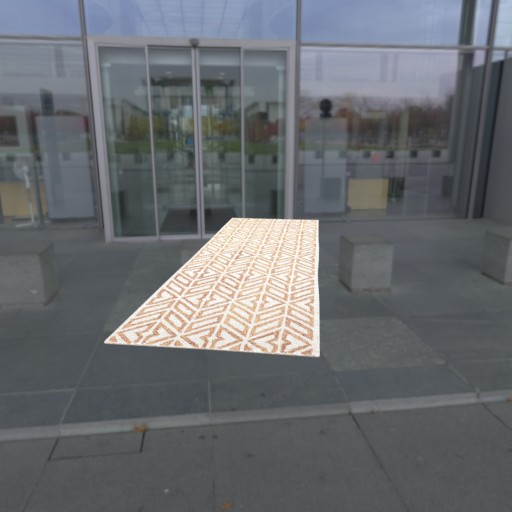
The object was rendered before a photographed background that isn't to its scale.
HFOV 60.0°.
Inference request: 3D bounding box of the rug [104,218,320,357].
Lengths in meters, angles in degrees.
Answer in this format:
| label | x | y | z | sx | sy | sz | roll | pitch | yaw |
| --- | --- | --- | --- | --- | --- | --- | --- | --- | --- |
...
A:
| label | x | y | z | sx | sy | sz | roll | pitch | yaw |
| --- | --- | --- | --- | --- | --- | --- | --- | --- | --- |
| rug | 0.000 | 0.000 | 2.666 | 0.750 | 0.009 | 2.435 | 2 | 15 | 7 |
